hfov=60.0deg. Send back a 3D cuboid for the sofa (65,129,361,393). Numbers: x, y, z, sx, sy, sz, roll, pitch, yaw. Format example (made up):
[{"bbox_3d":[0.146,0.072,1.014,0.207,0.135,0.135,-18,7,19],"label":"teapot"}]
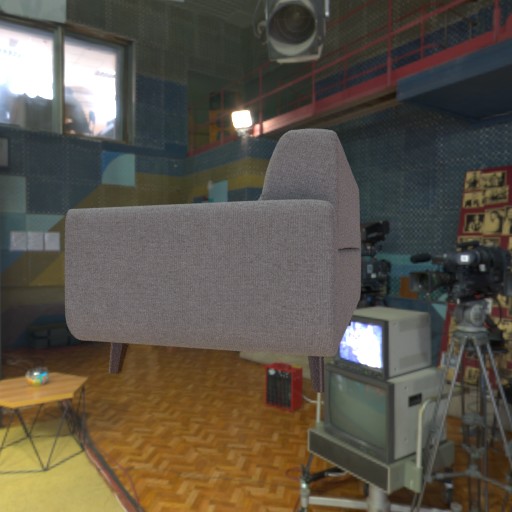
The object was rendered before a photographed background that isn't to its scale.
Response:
[{"bbox_3d":[0.000,0.000,2.121,0.909,0.841,1.631,0,1,16],"label":"sofa"}]
